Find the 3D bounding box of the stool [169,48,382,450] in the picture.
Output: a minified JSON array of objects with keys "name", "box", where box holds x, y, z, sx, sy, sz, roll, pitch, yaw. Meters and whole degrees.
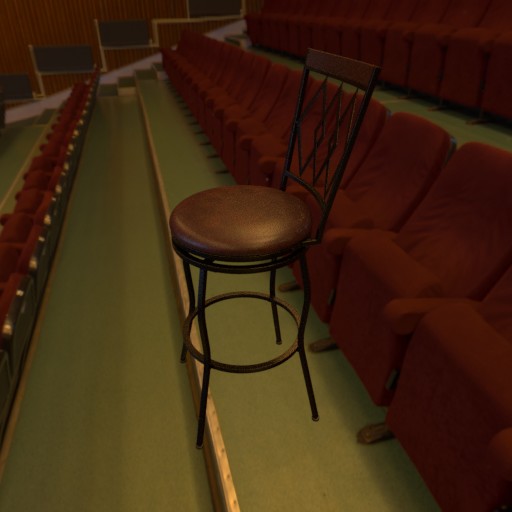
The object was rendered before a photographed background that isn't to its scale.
[{"name":"stool","box":[0.000,0.000,1.385,0.521,1.134,0.432,-8,31,-13]}]
